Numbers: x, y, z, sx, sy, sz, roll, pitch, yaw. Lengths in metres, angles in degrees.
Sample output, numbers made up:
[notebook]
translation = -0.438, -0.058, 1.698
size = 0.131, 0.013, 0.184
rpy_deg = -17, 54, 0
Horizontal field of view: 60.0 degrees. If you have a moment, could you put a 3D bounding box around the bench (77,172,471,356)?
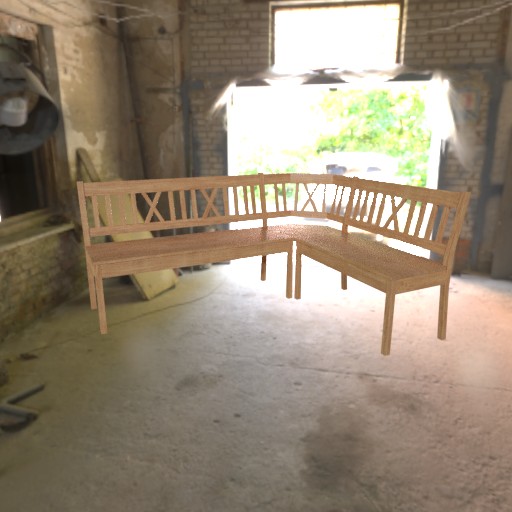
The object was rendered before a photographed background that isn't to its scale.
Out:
[bench]
translation = 0.000, 0.000, 2.865
size = 1.937, 0.902, 1.537
rpy_deg = -8, 18, -25
